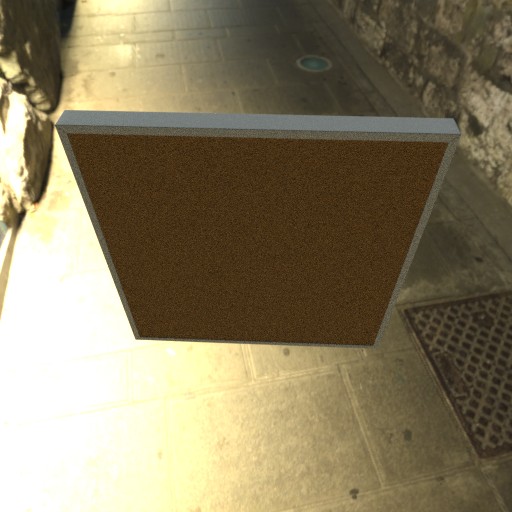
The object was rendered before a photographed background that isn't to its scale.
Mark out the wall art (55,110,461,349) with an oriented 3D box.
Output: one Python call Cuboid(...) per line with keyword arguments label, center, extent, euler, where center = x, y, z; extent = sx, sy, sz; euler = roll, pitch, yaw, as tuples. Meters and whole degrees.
Cuboid(label="wall art", center=(0.000, 0.000, 0.752), extent=(0.508, 0.508, 0.037), euler=(2, 48, 2))
